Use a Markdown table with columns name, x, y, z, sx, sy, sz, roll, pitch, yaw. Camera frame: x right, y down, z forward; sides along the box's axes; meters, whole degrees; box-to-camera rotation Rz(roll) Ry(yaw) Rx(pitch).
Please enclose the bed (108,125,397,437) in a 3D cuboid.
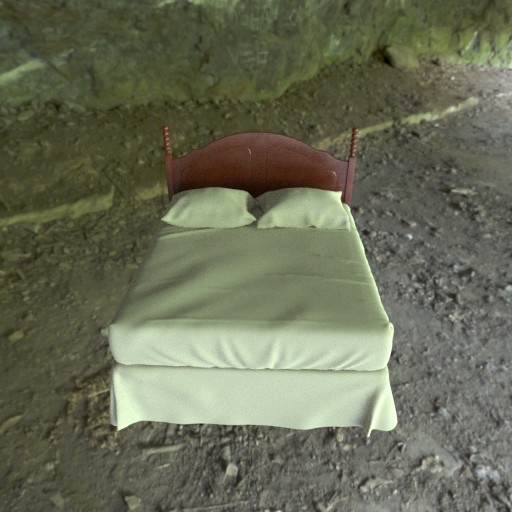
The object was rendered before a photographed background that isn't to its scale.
| name | x | y | z | sx | sy | sz | roll | pitch | yaw |
| --- | --- | --- | --- | --- | --- | --- | --- | --- | --- |
| bed | 0.000 | 0.000 | 3.214 | 1.873 | 1.356 | 2.040 | 1 | 31 | 2 |
